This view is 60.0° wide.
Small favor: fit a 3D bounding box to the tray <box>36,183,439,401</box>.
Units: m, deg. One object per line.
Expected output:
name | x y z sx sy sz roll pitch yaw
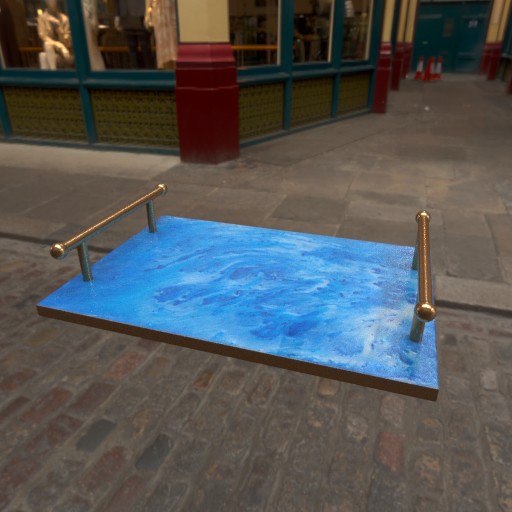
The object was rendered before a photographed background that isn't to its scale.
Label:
tray | 0.000 0.000 0.573 0.444 0.084 0.304 8 28 16
